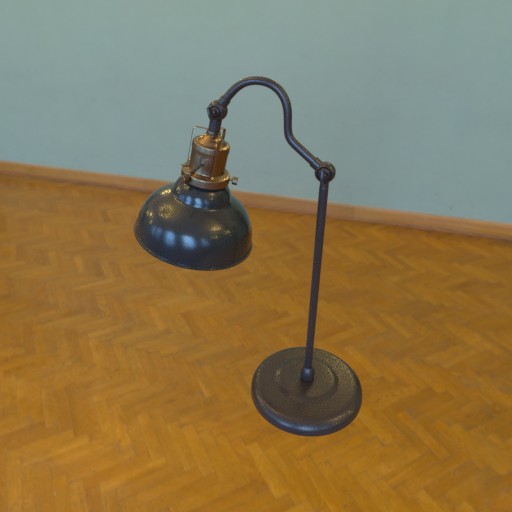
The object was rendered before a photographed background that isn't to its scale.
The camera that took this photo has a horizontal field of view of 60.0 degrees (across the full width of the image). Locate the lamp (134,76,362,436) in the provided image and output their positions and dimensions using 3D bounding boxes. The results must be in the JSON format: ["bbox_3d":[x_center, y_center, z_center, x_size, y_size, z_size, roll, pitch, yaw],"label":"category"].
[{"bbox_3d":[0.000,0.000,0.669,0.374,0.508,0.192,9,31,15],"label":"lamp"}]
